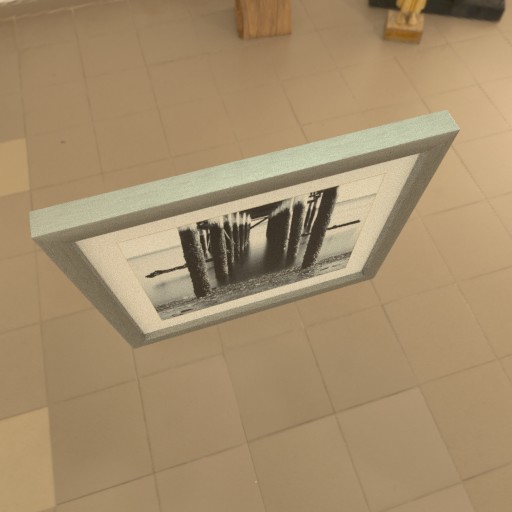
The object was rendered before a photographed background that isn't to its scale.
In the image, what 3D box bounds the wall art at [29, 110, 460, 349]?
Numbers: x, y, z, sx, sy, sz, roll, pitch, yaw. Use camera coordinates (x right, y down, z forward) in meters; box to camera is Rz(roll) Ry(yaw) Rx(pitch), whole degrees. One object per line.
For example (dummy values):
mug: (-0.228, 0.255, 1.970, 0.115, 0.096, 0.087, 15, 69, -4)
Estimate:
wall art: (0.000, 0.000, 0.528, 0.380, 0.330, 0.028, -15, 64, -8)
